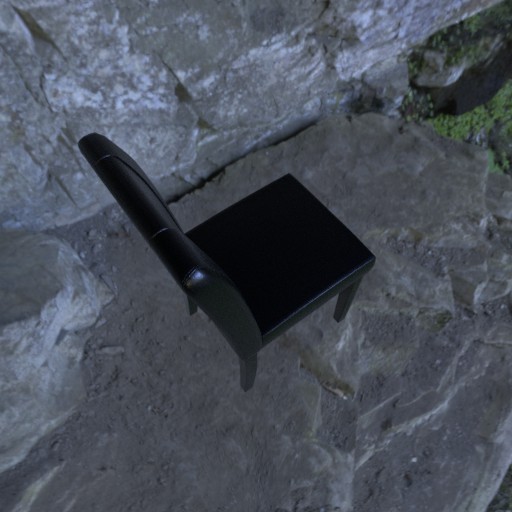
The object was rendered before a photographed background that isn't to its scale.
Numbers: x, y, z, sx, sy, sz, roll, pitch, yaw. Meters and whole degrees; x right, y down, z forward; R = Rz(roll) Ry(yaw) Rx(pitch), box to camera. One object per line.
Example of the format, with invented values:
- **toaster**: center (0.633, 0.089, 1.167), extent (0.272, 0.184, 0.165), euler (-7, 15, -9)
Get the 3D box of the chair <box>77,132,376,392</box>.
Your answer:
- **chair**: center (0.000, 0.000, 1.197), extent (0.556, 0.897, 0.399), euler (-32, 64, -18)
